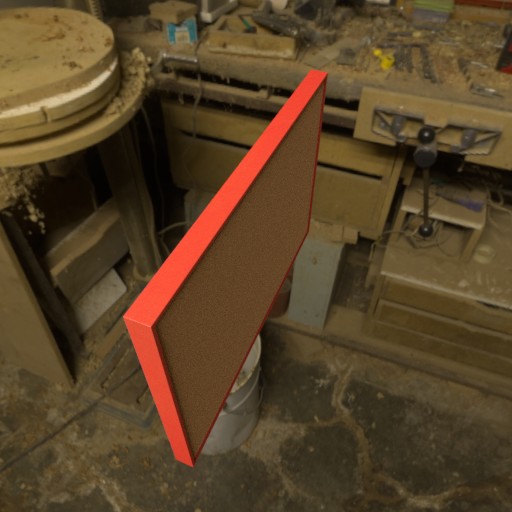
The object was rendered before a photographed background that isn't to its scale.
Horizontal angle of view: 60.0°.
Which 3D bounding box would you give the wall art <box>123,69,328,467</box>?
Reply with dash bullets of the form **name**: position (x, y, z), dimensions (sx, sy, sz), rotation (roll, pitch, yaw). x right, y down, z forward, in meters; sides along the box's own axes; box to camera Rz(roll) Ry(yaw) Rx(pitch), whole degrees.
- **wall art**: position (0.000, 0.000, 0.775), dimensions (0.033, 0.405, 0.607), rotation (17, 49, 15)
